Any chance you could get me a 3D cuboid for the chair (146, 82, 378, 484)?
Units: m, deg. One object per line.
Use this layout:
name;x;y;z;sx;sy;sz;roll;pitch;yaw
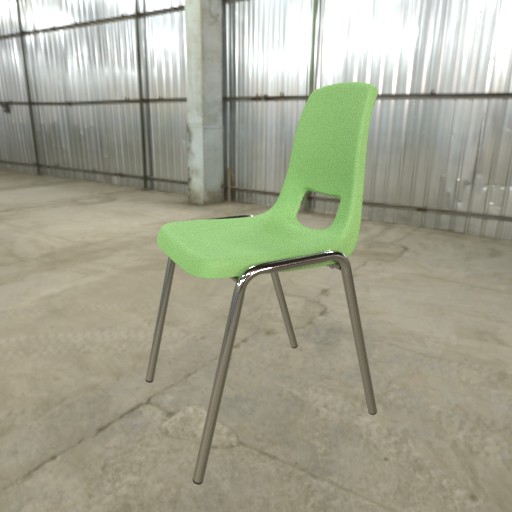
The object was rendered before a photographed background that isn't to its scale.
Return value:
chair;0.000;0.000;0.944;0.436;0.704;0.381;-8;19;-25
